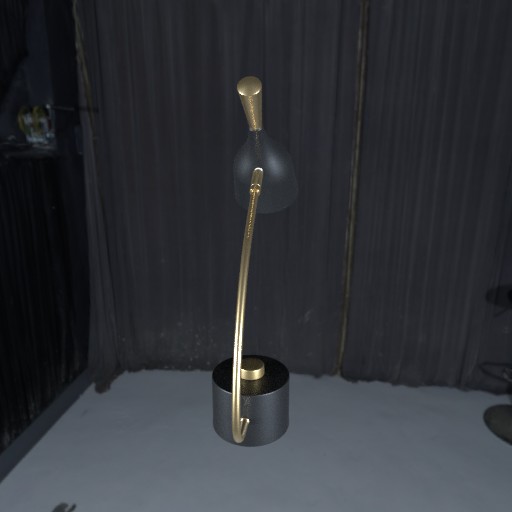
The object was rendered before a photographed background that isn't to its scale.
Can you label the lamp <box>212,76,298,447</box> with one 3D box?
[{"bbox_3d":[0.000,0.000,0.629,0.110,0.464,0.352,2,16,7],"label":"lamp"}]
